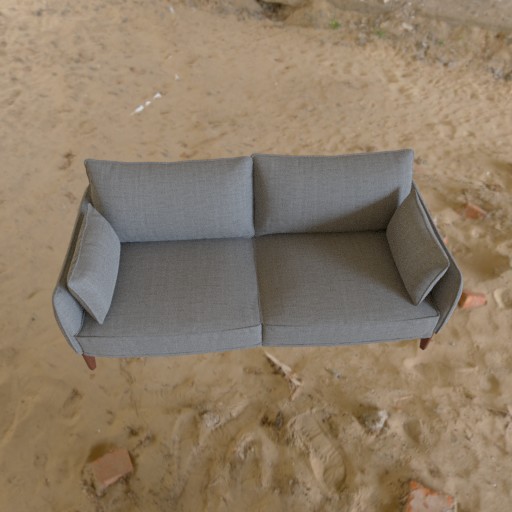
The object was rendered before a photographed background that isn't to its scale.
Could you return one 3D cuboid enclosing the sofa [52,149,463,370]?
[{"bbox_3d":[0.000,0.000,2.457,1.989,0.851,0.972,-3,47,-3],"label":"sofa"}]
